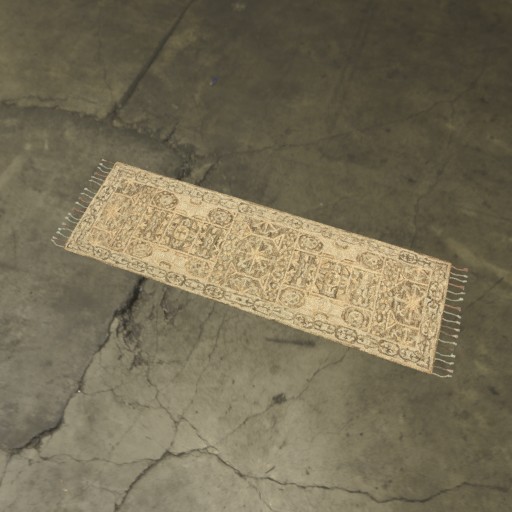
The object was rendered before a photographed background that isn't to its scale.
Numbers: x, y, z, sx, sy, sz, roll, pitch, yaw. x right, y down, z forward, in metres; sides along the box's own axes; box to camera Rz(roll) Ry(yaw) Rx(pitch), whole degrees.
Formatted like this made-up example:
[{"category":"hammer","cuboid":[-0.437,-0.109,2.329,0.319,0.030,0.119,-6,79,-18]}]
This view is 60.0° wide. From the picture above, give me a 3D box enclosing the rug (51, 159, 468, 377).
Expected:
[{"category":"rug","cuboid":[0.000,0.000,2.907,2.664,0.011,0.762,18,65,9]}]
